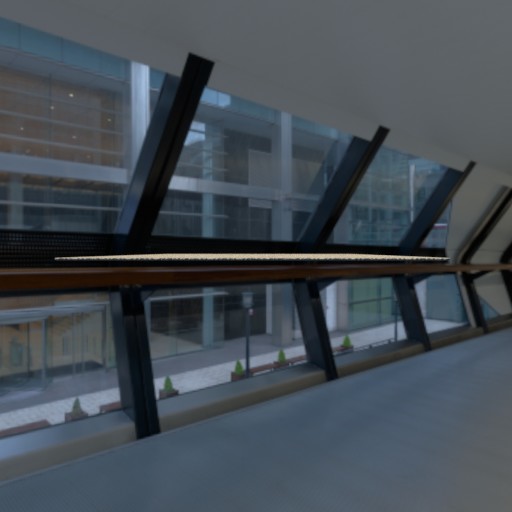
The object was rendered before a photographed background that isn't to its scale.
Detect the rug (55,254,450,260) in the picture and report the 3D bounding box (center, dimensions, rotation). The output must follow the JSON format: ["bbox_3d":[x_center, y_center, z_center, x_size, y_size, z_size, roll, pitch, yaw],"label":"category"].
[{"bbox_3d":[0.000,0.000,4.278,2.439,0.014,3.207,0,1,1],"label":"rug"}]
